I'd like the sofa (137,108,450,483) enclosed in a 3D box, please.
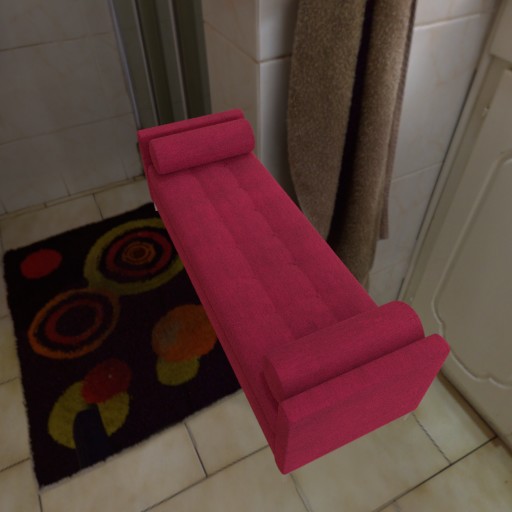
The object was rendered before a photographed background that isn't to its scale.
[{"bbox_3d":[0.000,0.000,2.362,0.686,0.635,1.981,-18,49,-17],"label":"sofa"}]
